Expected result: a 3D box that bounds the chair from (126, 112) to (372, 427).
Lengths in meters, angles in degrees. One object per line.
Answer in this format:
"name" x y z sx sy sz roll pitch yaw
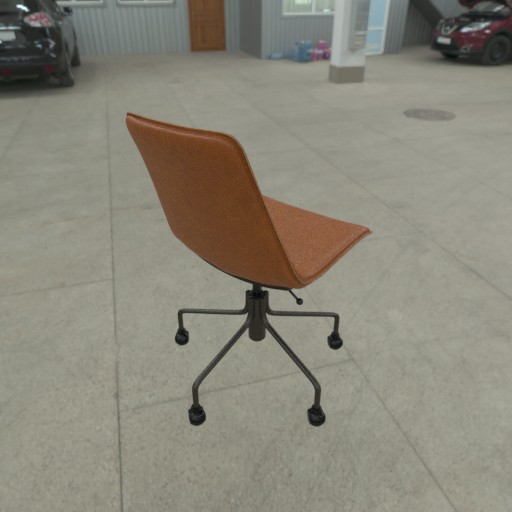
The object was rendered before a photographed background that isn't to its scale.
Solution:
"chair" 0.000 0.000 1.352 0.651 0.920 0.660 22 37 32
